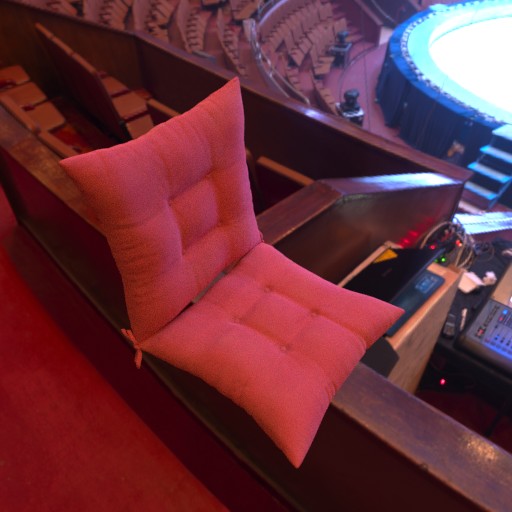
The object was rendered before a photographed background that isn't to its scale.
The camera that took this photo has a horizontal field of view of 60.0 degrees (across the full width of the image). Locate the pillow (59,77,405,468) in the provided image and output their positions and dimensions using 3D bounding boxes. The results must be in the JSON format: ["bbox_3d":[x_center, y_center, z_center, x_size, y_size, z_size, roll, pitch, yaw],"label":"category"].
[{"bbox_3d":[0.000,0.000,0.985,0.585,0.536,0.541,27,48,27],"label":"pillow"}]
